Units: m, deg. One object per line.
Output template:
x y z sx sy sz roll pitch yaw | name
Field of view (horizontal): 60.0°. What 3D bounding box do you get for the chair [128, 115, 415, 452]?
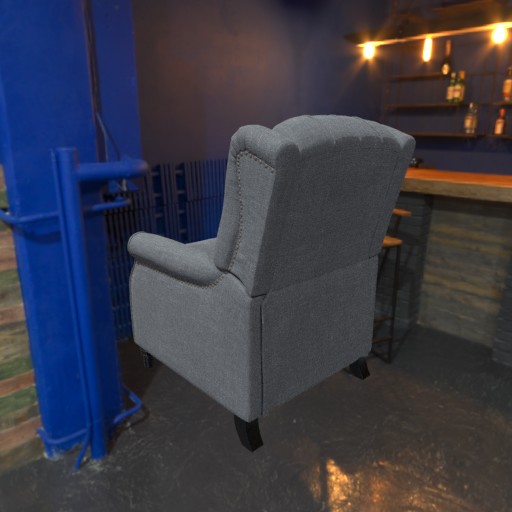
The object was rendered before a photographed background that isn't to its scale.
0.000 0.000 1.718 0.742 1.035 0.898 -15 22 -41 | chair
